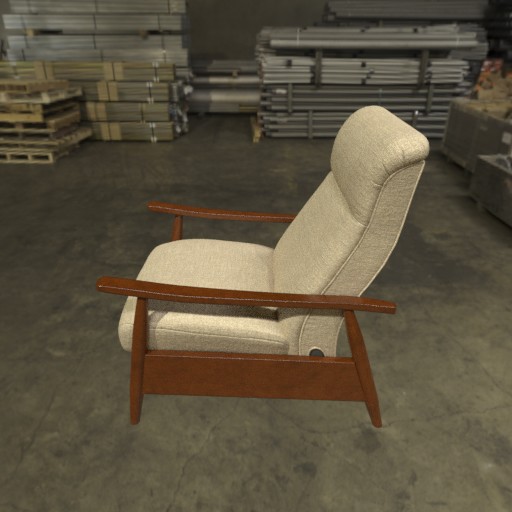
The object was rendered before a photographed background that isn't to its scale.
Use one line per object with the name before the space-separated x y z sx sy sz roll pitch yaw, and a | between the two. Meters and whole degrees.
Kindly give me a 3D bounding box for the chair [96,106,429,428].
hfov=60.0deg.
chair | 0.000 0.000 1.769 1.014 1.082 0.762 0 27 1
